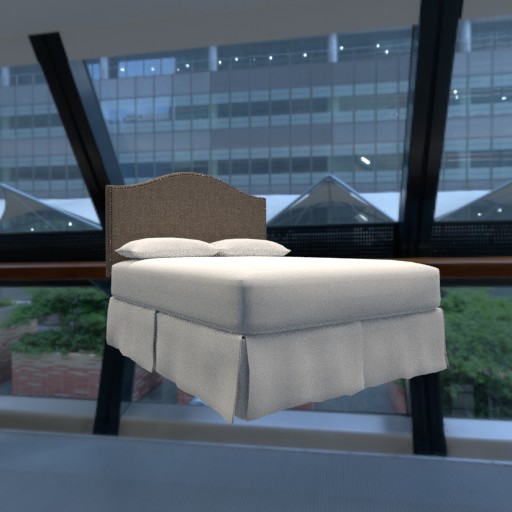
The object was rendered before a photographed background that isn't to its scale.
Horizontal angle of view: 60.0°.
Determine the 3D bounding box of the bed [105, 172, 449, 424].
[{"bbox_3d":[0.000,0.000,3.307,1.713,1.518,2.153,-1,1,-35],"label":"bed"}]
